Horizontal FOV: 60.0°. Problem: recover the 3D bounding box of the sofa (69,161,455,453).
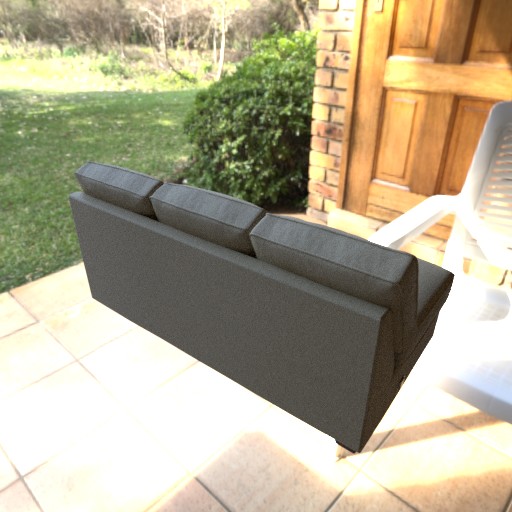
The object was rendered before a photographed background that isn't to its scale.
[{"bbox_3d":[0.000,0.000,2.514,1.962,0.973,1.027,21,35,32],"label":"sofa"}]
